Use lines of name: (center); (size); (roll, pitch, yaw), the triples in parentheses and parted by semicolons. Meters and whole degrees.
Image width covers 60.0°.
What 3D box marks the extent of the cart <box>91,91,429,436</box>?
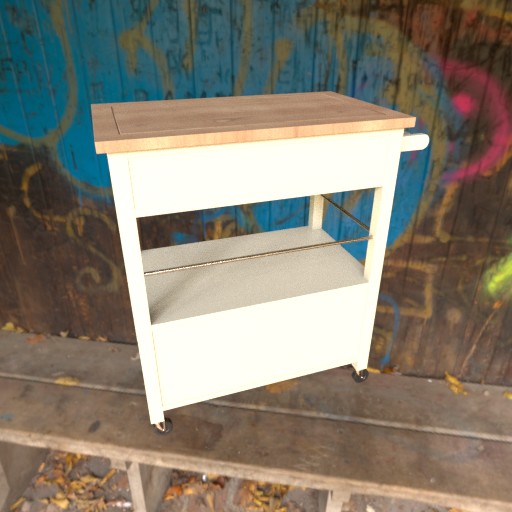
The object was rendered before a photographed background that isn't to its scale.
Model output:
cart: (0.000, 0.000, 1.411); (0.840, 0.901, 0.459); (-9, 30, -17)
